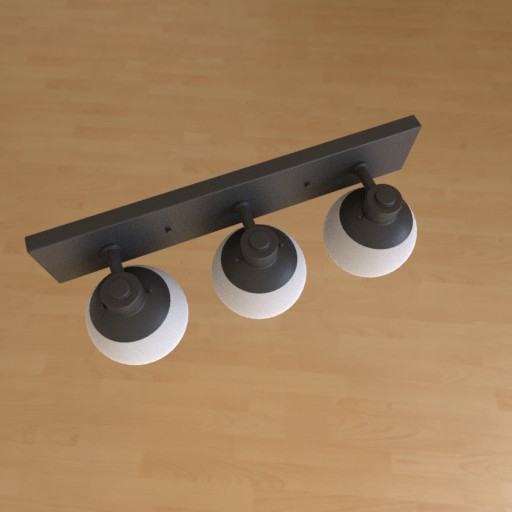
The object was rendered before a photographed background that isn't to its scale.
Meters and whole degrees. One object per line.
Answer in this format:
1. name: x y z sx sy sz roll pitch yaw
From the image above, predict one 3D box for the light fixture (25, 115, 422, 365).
1. light fixture: 0.000 0.000 0.847 0.721 0.263 0.218 -19 66 -9
